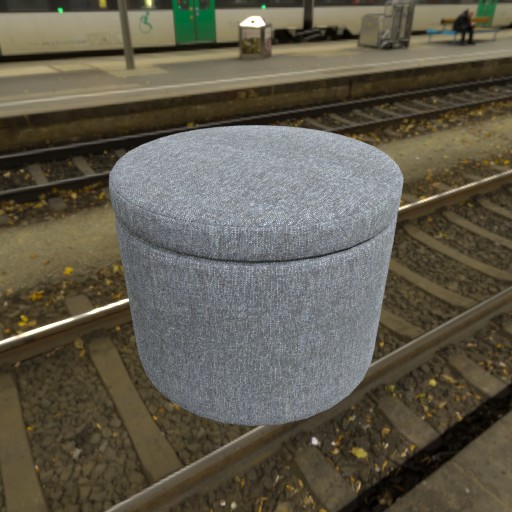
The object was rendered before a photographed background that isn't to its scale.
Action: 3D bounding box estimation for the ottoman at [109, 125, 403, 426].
[{"bbox_3d":[0.000,0.000,0.870,0.500,0.419,0.500,0,30,0],"label":"ottoman"}]
